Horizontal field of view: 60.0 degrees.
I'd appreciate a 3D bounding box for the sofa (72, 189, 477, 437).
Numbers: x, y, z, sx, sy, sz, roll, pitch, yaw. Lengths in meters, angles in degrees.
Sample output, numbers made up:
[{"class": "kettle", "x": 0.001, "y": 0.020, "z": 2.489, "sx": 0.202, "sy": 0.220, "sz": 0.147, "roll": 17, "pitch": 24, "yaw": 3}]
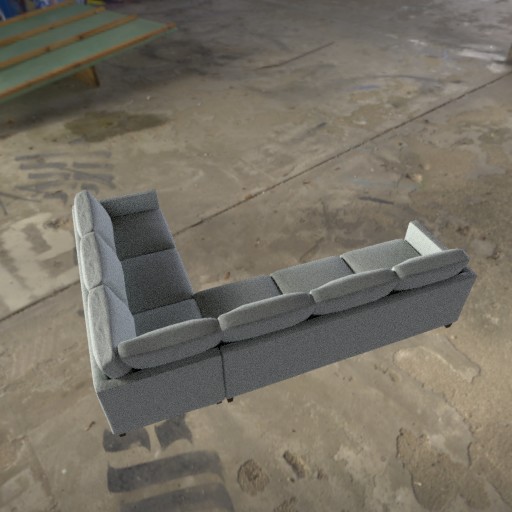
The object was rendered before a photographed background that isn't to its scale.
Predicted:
[{"class": "sofa", "x": 0.000, "y": 0.000, "z": 4.508, "sx": 3.333, "sy": 0.934, "sz": 2.522, "roll": -14, "pitch": 43, "yaw": -16}]
